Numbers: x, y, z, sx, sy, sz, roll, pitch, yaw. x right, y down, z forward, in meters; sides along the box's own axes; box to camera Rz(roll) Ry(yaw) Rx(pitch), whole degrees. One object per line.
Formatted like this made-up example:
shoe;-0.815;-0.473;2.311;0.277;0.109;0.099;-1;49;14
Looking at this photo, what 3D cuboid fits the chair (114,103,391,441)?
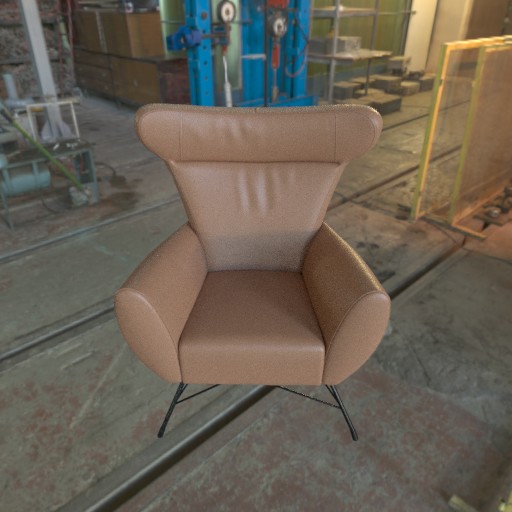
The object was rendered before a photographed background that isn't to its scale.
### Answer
chair;0.000;0.000;1.759;0.980;1.050;0.900;1;31;1
